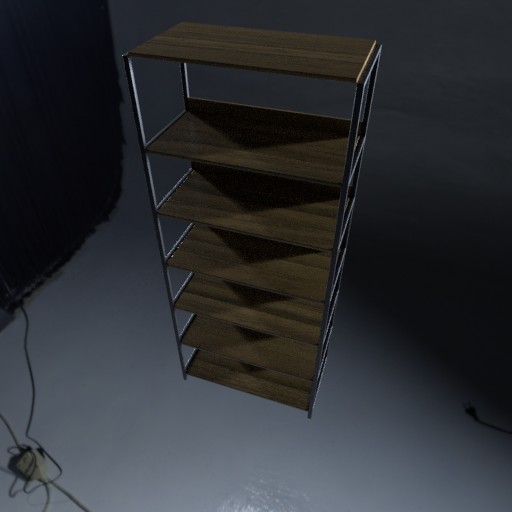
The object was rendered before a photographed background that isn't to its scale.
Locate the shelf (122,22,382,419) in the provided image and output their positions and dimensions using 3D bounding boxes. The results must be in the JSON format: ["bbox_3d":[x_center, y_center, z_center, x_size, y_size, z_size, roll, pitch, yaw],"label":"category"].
[{"bbox_3d":[0.000,0.000,2.262,0.847,2.015,0.431,13,43,14],"label":"shelf"}]
